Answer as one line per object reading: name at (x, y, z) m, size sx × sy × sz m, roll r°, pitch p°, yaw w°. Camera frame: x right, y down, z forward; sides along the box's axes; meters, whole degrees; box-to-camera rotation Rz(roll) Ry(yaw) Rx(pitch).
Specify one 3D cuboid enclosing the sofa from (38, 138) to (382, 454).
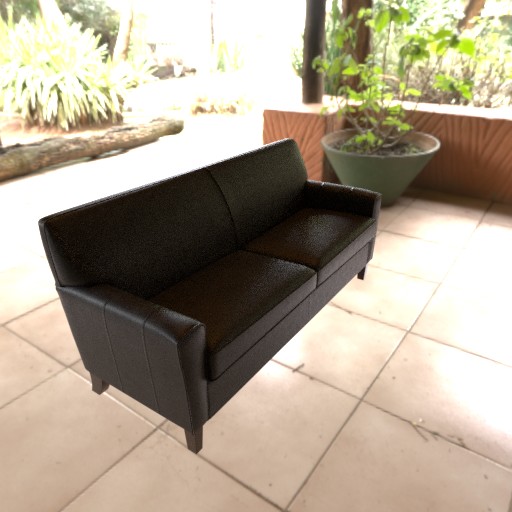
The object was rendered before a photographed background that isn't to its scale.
sofa at (0.000, 0.000, 2.574) m, size 0.805 × 0.947 × 2.053 m, roll 17°, pitch 31°, yaw 31°
